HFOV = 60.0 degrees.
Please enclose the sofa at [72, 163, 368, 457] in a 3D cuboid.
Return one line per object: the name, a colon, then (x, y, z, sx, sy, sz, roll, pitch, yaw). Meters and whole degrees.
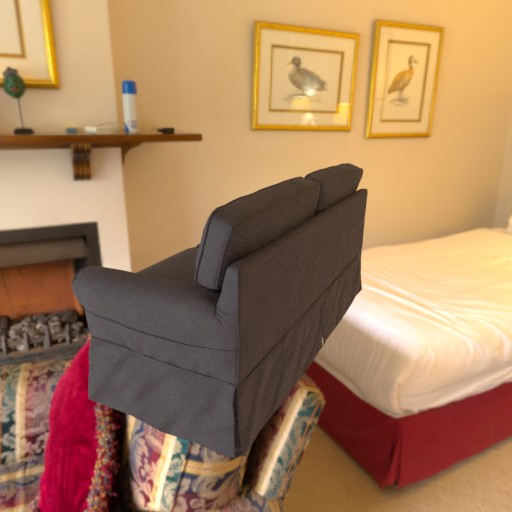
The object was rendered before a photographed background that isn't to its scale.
sofa: (0.000, 0.000, 2.909, 0.983, 1.094, 2.256, 8, 19, 25)
